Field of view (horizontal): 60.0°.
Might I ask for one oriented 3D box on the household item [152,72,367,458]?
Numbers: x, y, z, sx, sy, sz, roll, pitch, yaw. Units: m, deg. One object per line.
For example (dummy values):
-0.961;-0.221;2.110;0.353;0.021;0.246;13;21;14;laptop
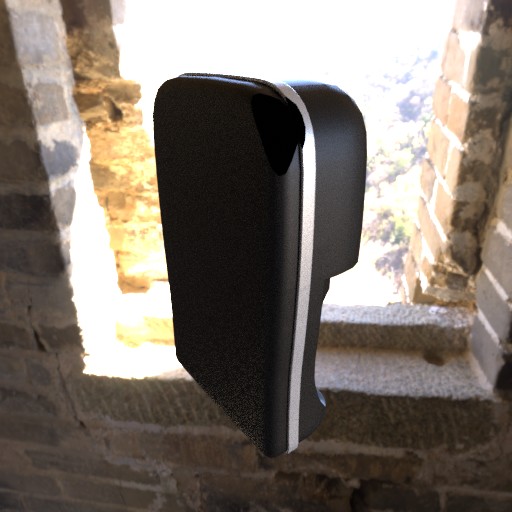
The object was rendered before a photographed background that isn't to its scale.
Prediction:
0.000;0.000;0.149;0.038;0.114;0.070;-18;31;-33;household item
